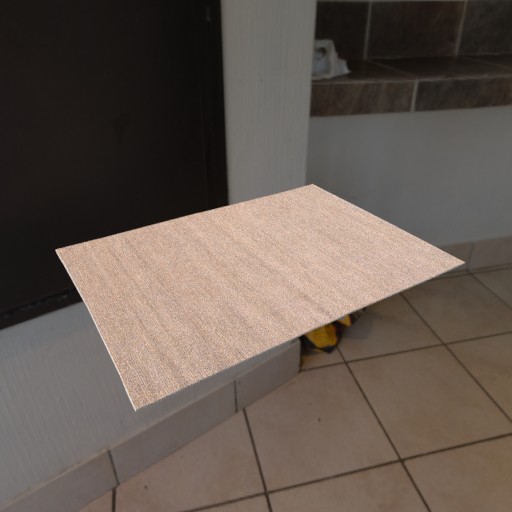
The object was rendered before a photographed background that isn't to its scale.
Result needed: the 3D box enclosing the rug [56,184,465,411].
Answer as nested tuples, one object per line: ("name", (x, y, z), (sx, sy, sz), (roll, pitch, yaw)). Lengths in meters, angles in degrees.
("rug", (0.000, 0.000, 2.996), (2.264, 0.030, 1.624), (-18, 35, -27))
